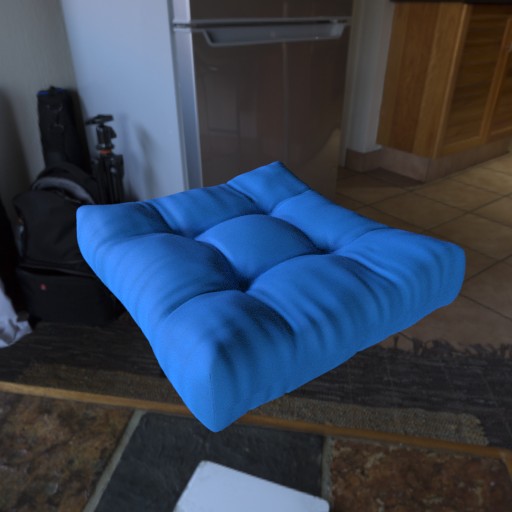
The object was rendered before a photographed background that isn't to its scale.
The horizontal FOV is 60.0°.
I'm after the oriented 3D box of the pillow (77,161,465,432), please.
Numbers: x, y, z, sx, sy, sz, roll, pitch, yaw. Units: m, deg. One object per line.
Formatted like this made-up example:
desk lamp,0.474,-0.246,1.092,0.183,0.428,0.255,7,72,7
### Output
pillow,0.000,0.000,0.738,0.468,0.128,0.490,-19,36,-29
